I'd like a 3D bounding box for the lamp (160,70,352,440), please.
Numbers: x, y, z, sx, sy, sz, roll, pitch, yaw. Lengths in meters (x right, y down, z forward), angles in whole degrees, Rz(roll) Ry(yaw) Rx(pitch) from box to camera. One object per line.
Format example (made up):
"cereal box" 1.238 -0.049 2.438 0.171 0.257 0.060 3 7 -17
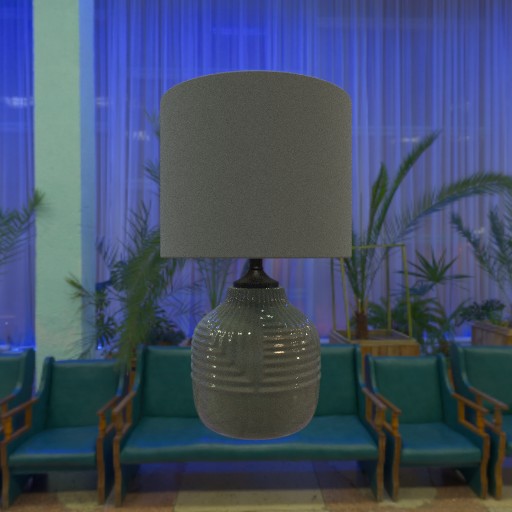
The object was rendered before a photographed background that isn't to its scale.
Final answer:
"lamp" 0.000 0.000 0.753 0.318 0.567 0.318 0 0 0
